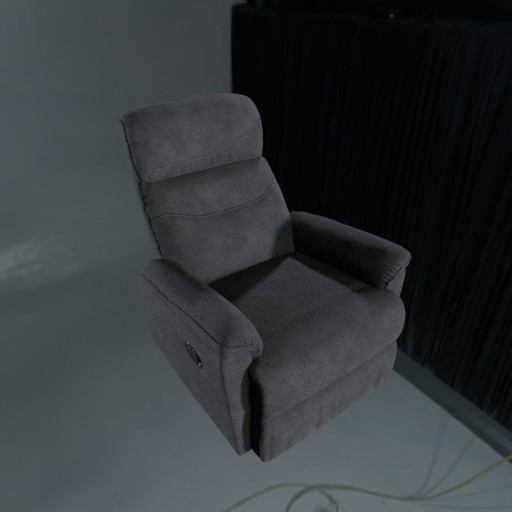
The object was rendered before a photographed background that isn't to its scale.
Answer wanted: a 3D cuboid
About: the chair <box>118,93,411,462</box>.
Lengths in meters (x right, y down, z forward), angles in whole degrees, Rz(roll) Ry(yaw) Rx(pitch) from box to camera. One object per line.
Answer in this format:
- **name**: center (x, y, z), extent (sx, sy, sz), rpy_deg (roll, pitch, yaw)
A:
- **chair**: center (0.000, 0.000, 1.697), extent (0.830, 1.035, 1.009), rpy_deg (-21, 37, -31)
